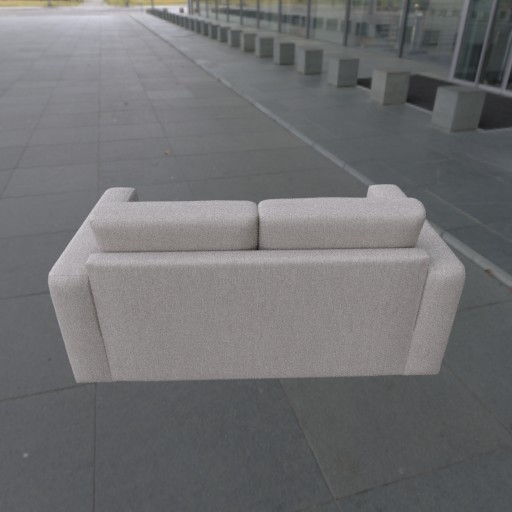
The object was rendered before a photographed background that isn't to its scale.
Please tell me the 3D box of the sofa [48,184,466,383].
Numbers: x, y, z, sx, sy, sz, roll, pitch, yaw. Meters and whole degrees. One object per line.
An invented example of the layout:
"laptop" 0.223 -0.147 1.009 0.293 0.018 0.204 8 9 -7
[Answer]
"sofa" 0.000 0.000 2.050 1.540 0.800 0.900 -1 31 -2
